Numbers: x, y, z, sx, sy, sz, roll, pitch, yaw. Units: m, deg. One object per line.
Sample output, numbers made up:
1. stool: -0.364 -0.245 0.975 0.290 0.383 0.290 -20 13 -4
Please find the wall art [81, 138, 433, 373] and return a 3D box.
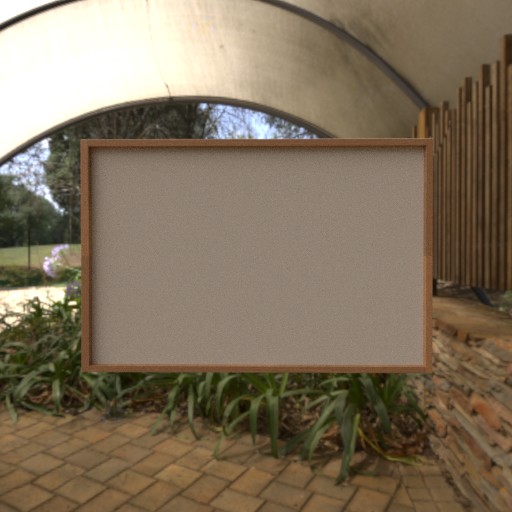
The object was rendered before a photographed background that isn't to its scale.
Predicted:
1. wall art: 0.000 0.000 1.162 0.914 0.607 0.023 0 1 1
